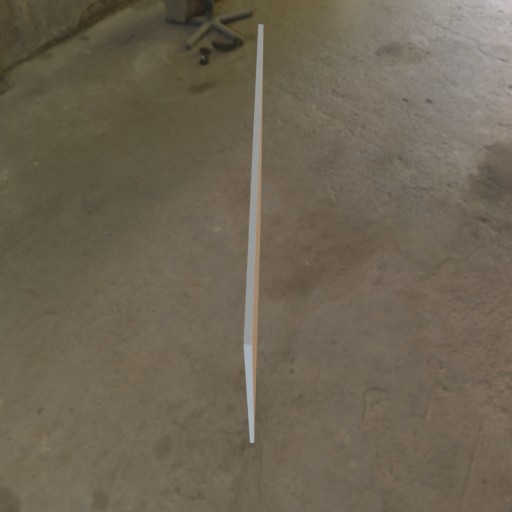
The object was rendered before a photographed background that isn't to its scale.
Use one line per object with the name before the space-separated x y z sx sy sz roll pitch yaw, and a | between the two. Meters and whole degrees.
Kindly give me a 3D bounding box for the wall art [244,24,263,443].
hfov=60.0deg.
wall art | 0.000 0.000 1.195 0.012 0.809 0.809 1 58 1
